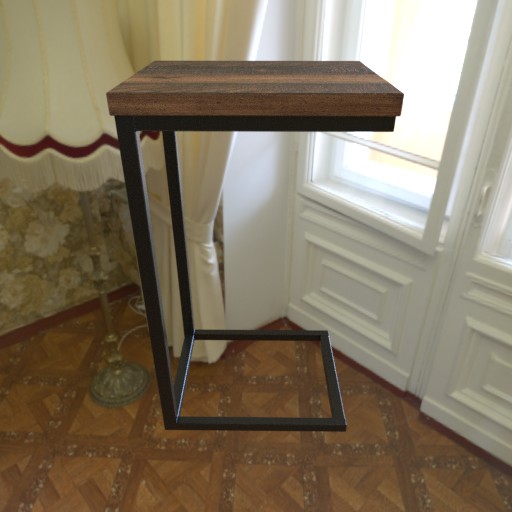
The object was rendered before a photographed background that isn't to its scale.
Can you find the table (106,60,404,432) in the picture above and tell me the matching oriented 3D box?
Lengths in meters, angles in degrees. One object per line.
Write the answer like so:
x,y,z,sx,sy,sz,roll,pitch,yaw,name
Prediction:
0.000,0.000,0.934,0.414,0.718,0.323,0,31,1,table
